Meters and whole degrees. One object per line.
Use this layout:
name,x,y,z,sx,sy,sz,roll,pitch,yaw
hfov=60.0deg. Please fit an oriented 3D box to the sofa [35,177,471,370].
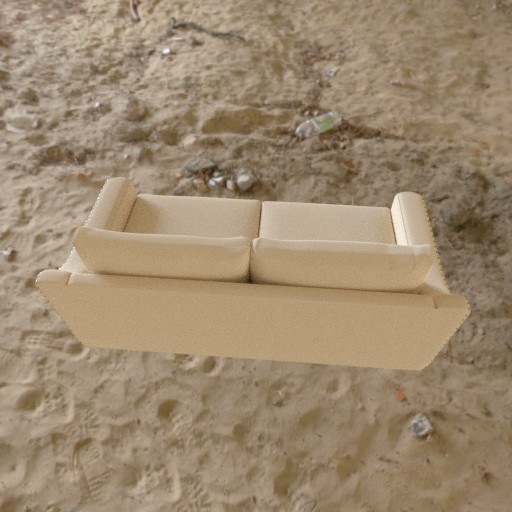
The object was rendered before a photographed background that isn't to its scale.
sofa,0.000,0.000,2.339,1.812,0.830,0.949,3,48,3
